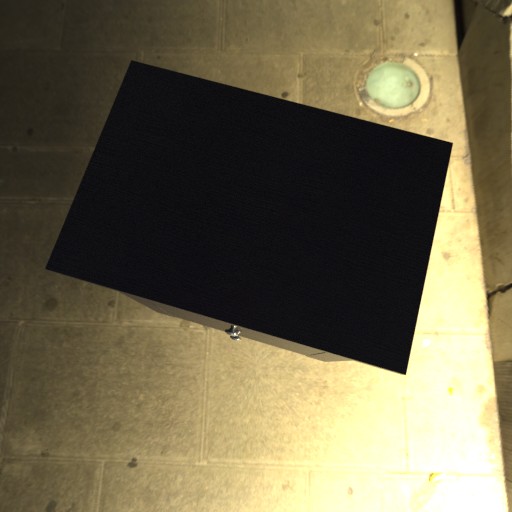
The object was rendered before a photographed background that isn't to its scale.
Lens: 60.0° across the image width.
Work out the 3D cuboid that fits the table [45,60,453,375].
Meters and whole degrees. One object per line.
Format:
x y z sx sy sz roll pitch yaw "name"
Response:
0.000 0.000 1.082 0.589 0.711 0.408 16 77 4 "table"
